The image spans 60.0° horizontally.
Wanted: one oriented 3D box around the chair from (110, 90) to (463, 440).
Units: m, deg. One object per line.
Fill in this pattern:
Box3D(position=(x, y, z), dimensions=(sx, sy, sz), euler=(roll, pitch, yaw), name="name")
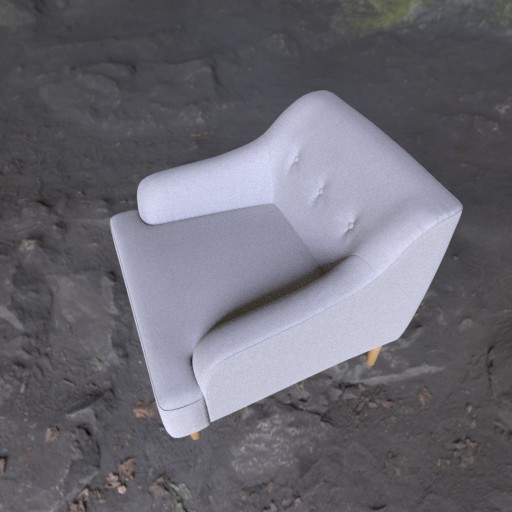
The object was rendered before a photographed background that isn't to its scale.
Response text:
Box3D(position=(0.000, 0.000, 1.634), dimensions=(0.951, 0.818, 0.946), euler=(-16, 47, -15), name="chair")
